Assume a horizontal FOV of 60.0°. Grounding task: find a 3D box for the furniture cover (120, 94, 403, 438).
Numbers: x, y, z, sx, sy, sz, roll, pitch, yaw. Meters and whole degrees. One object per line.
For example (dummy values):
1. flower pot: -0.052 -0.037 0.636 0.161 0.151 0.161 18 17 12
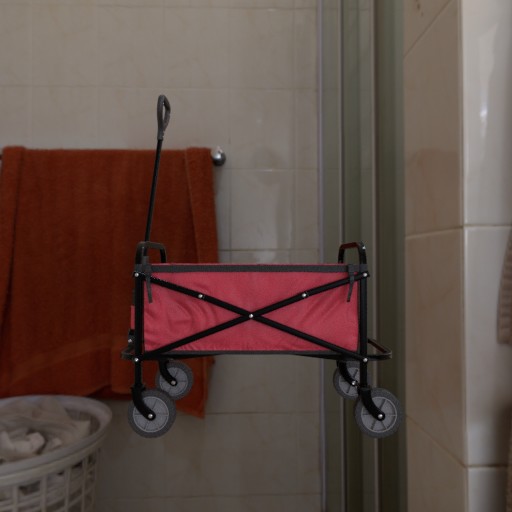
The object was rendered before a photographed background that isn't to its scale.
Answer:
1. furniture cover: 0.000 0.000 1.806 1.038 1.295 0.532 0 -1 0
